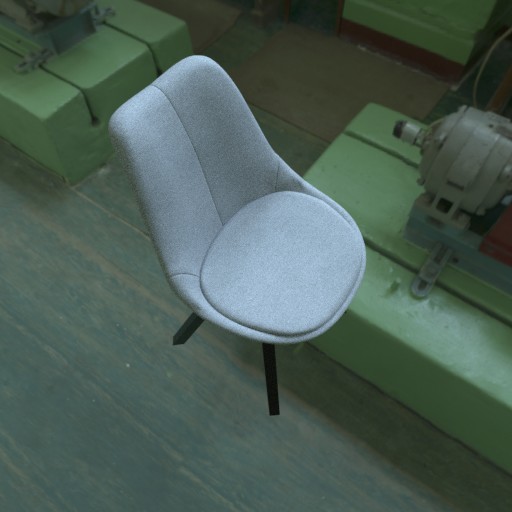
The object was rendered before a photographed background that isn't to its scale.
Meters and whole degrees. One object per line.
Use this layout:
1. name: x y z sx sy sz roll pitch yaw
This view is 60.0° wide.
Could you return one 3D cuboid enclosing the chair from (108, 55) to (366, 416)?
1. chair: 0.000 0.000 1.176 0.550 0.850 0.485 30 62 18
